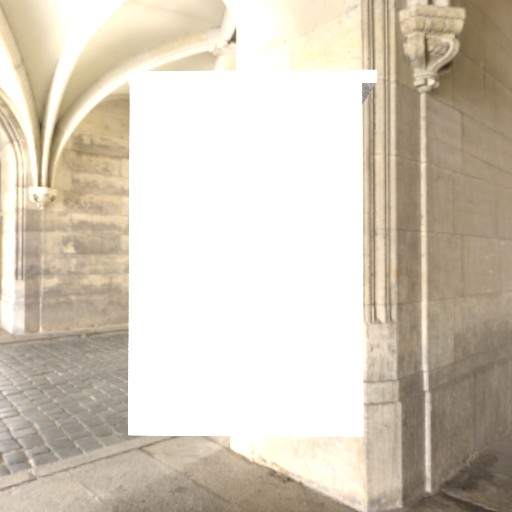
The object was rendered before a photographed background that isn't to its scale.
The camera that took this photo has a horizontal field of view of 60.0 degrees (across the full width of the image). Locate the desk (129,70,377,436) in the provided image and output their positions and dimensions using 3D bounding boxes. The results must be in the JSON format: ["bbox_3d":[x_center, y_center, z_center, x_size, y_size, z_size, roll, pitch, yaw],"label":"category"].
[{"bbox_3d":[0.000,0.000,1.334,0.498,0.729,0.900,0,-1,1],"label":"desk"}]
